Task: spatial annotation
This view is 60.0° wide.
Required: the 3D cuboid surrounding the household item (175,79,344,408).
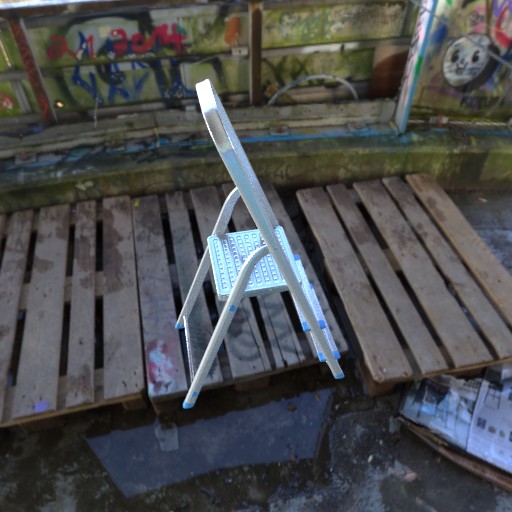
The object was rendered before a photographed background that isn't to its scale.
[{"bbox_3d":[0.000,0.000,1.552,0.687,1.215,0.420,-9,46,-8],"label":"household item"}]
